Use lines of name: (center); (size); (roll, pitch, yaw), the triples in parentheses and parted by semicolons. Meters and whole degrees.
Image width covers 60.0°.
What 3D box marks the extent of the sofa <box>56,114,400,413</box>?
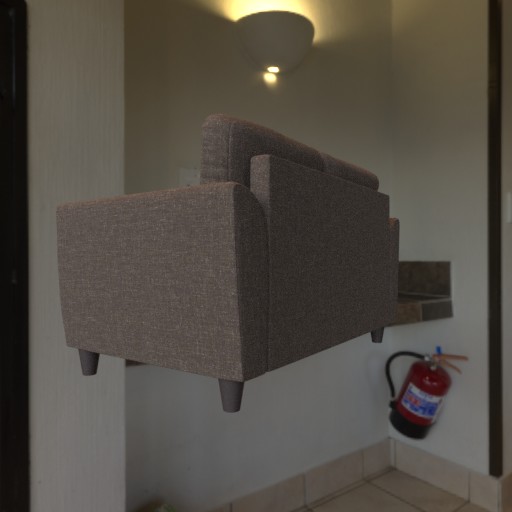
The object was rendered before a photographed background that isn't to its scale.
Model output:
sofa: (0.000, 0.000, 1.967); (0.851, 0.885, 1.423); (0, 0, 35)
